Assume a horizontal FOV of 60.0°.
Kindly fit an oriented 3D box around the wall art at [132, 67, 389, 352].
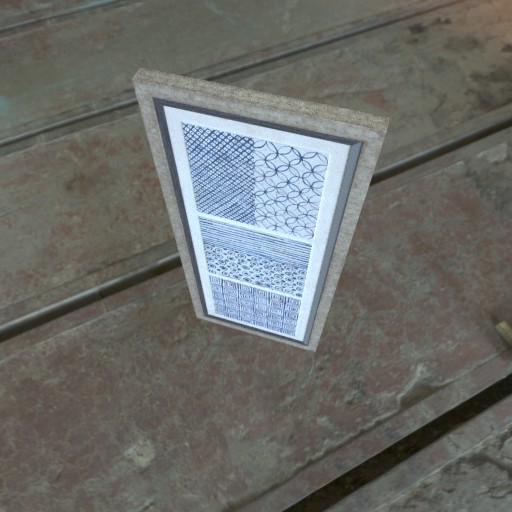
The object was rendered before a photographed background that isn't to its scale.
[{"bbox_3d":[0.000,0.000,1.706,0.648,1.461,0.051,15,59,9],"label":"wall art"}]
